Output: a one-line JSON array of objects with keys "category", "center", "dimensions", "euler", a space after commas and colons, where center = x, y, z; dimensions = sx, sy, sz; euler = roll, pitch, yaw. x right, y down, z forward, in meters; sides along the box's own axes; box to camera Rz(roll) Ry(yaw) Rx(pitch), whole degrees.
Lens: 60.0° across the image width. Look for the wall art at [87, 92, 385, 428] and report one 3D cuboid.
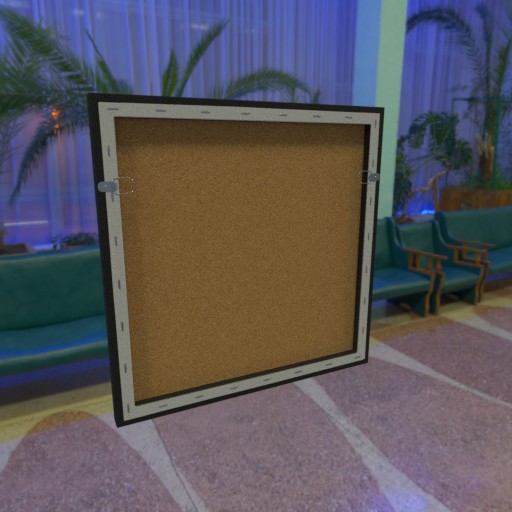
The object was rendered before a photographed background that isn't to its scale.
[{"category": "wall art", "center": [0.000, 0.000, 1.148], "dimensions": [0.758, 0.758, 0.044], "euler": [-7, 15, -25]}]
